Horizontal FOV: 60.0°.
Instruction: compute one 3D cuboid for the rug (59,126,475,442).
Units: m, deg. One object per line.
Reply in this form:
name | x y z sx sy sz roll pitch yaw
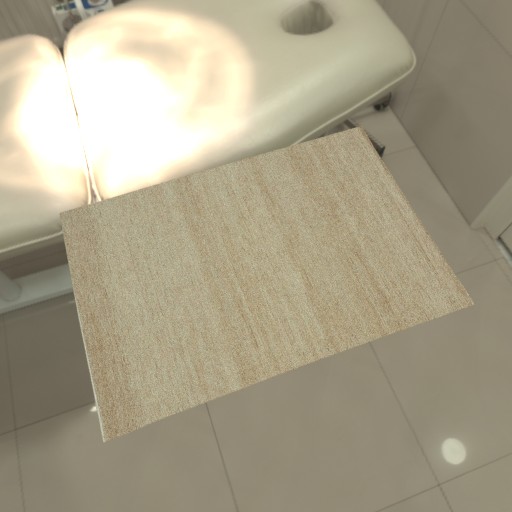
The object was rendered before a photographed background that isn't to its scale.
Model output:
rug | 0.000 0.000 2.922 2.346 0.029 1.574 -18 64 -9
